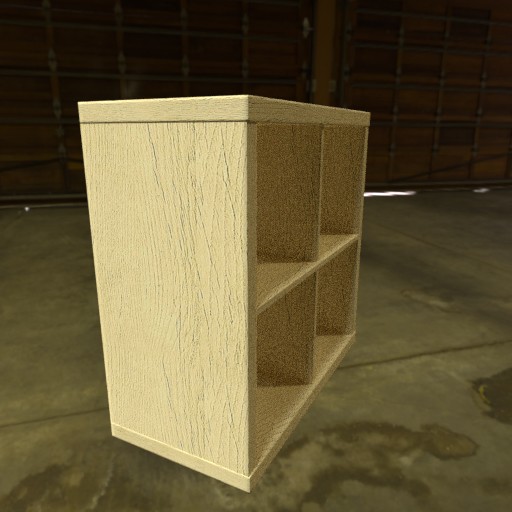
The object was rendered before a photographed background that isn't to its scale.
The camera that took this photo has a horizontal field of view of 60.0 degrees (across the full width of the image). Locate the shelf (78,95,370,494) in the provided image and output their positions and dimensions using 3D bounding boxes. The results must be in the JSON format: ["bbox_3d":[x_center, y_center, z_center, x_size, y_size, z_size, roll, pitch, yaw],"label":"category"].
[{"bbox_3d":[0.000,0.000,1.244,0.390,0.786,0.790,8,18,27],"label":"shelf"}]
